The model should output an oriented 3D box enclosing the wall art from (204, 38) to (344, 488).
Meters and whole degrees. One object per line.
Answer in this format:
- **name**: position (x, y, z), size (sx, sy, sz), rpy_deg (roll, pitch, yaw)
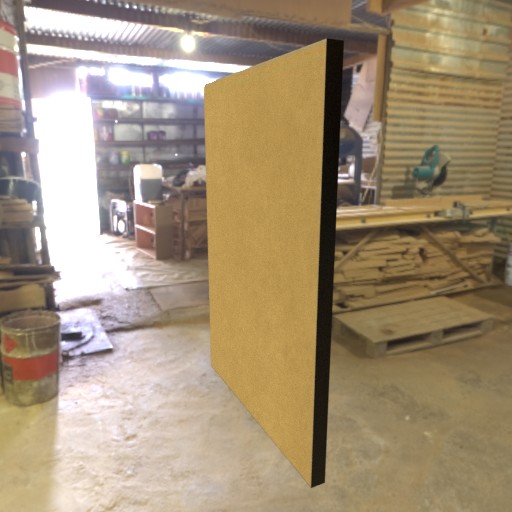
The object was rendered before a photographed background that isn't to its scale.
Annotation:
- **wall art**: position (0.000, 0.000, 0.575), size (0.019, 0.455, 0.314), rpy_deg (-7, 15, -25)
